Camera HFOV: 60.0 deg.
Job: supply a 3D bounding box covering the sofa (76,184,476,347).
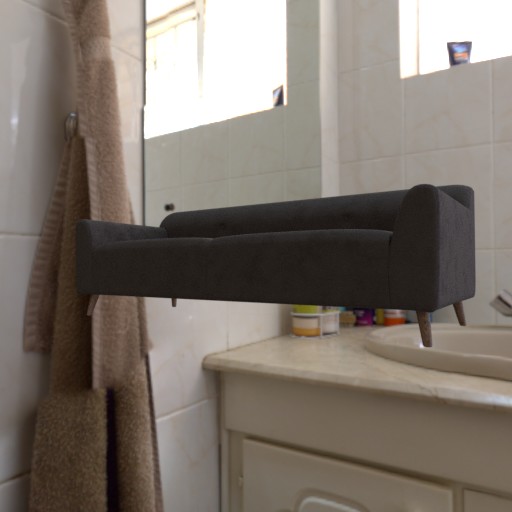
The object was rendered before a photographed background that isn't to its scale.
[{"bbox_3d":[0.000,0.000,2.569,2.190,0.740,0.900,-1,-2,34],"label":"sofa"}]
